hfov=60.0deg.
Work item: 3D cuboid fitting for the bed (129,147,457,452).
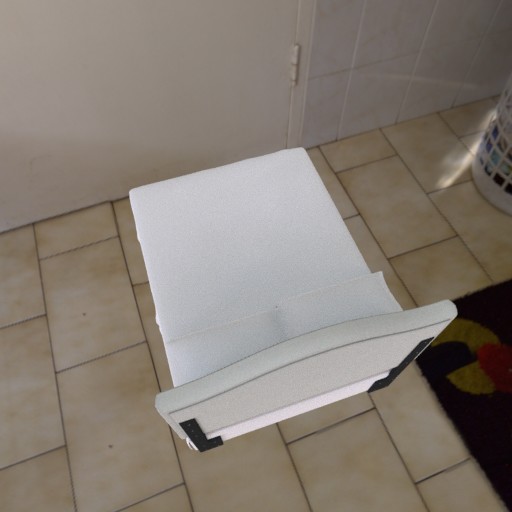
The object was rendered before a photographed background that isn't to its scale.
[{"bbox_3d":[0.000,0.000,3.401,1.813,1.607,2.180,-16,60,-9],"label":"bed"}]
